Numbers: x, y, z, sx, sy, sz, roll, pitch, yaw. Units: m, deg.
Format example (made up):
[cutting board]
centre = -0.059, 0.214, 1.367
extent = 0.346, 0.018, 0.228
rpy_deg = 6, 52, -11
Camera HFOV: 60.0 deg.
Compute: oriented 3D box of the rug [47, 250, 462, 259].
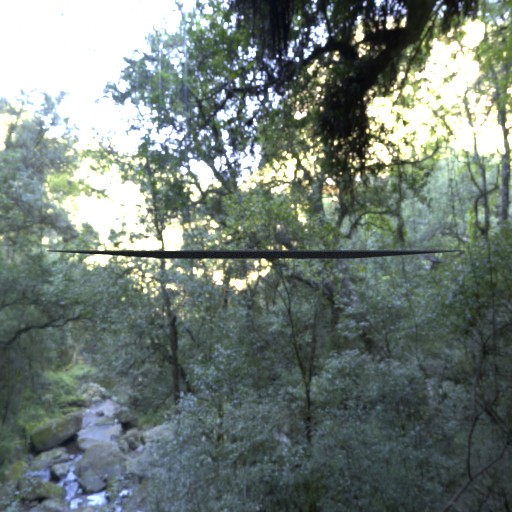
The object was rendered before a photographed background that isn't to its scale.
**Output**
[rug]
centre = 0.000, 0.000, 4.099
extent = 2.421, 0.008, 3.045
rpy_deg = 0, -1, 1
